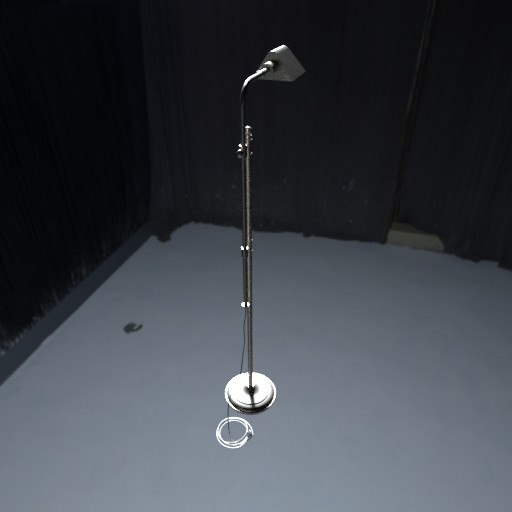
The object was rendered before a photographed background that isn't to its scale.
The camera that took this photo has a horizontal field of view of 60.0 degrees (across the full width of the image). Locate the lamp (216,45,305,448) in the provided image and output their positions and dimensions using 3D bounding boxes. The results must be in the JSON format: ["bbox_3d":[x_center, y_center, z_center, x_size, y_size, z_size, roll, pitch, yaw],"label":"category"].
[{"bbox_3d":[0.000,0.000,1.914,0.256,1.571,0.813,10,34,16],"label":"lamp"}]
